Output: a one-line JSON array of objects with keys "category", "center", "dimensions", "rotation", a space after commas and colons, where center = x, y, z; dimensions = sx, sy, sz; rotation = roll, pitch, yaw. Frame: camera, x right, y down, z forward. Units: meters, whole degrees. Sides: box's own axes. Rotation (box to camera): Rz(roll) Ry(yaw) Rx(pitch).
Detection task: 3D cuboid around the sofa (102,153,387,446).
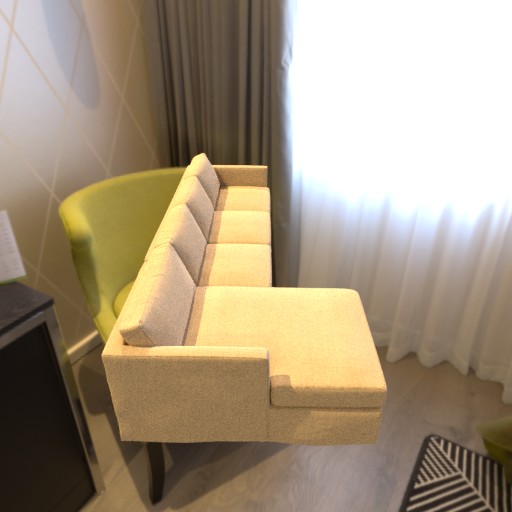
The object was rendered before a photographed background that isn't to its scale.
[{"category": "sofa", "center": [0.000, 0.000, 3.897], "dimensions": [1.650, 0.922, 3.205], "rotation": [1, 30, 1]}]
